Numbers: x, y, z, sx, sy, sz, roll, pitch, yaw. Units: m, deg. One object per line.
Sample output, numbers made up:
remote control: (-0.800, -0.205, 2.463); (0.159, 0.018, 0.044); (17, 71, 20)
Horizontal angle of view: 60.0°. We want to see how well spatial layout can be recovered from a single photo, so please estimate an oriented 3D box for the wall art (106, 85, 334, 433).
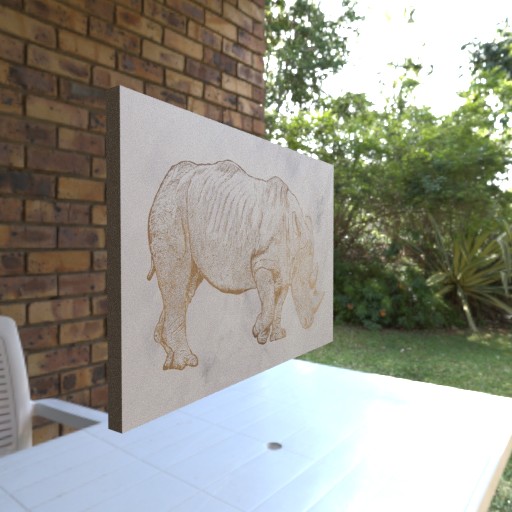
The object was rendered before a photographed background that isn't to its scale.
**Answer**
wall art: (0.000, 0.000, 1.168); (0.038, 0.610, 0.915); (1, 2, 33)
